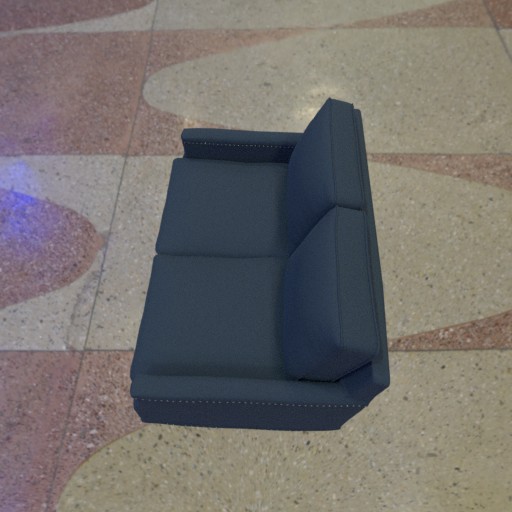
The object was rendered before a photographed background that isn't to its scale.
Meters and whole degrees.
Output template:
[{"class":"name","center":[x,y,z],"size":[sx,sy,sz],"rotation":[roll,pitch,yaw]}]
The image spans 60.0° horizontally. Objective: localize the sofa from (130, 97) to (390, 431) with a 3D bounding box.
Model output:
[{"class":"sofa","center":[0.000,0.000,2.317],"size":[1.084,1.003,1.597],"rotation":[2,58,2]}]
